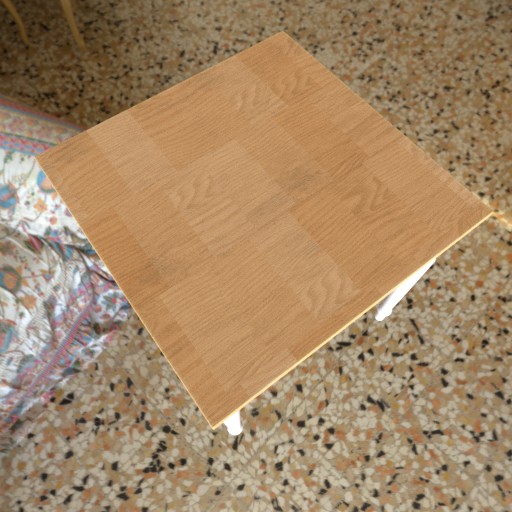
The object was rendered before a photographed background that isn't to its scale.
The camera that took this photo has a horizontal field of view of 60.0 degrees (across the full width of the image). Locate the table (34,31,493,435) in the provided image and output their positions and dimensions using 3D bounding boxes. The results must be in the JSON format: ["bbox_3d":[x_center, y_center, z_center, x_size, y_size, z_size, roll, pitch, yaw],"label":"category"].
[{"bbox_3d":[0.000,0.000,1.337,0.747,0.738,0.747,-34,68,-16],"label":"table"}]
